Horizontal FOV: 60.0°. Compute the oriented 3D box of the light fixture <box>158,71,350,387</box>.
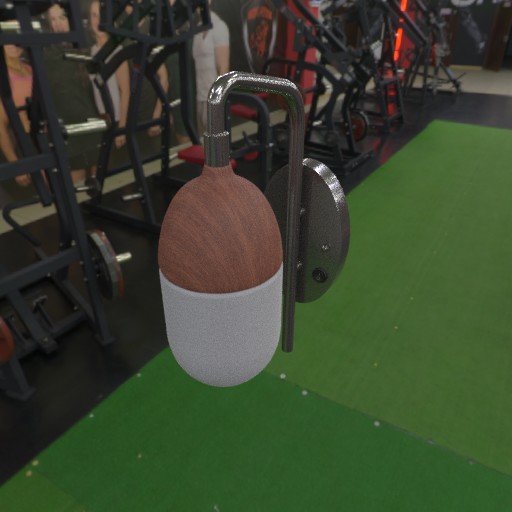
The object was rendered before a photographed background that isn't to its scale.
[{"bbox_3d":[0.000,0.000,0.435,0.108,0.343,0.216,18,34,29],"label":"light fixture"}]
